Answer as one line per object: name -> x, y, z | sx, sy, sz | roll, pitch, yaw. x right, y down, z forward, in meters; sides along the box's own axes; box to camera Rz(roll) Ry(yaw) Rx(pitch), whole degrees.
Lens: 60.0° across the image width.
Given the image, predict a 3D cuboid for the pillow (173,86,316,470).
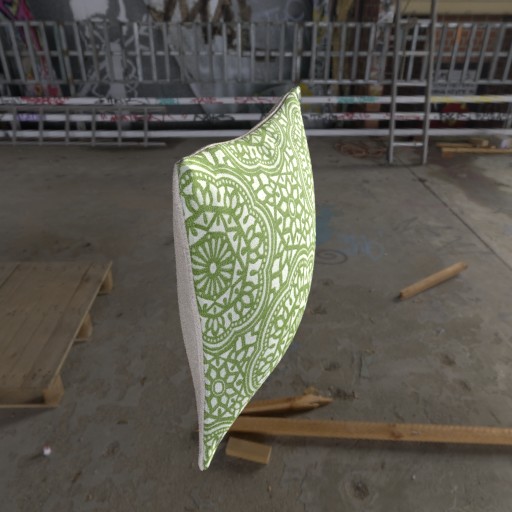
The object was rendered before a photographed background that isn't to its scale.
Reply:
pillow -> 0.000, 0.000, 0.661 | 0.162, 0.419, 0.440 | 9, 31, 16
